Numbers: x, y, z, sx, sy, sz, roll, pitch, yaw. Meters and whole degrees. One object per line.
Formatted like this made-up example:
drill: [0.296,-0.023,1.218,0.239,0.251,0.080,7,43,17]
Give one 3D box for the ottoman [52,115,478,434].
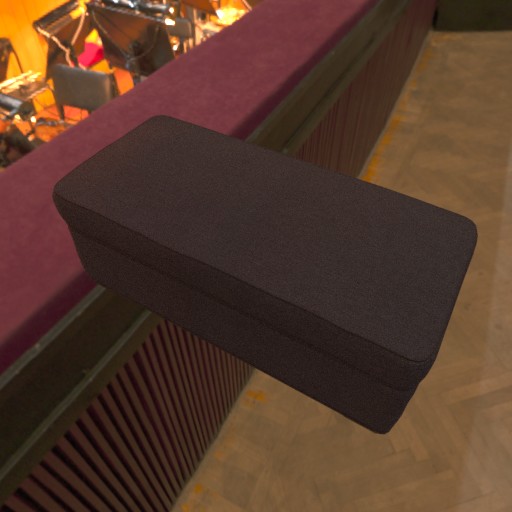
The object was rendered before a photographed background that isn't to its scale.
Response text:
ottoman: [0.000,0.000,1.357,1.110,0.460,0.515,24,51,20]
